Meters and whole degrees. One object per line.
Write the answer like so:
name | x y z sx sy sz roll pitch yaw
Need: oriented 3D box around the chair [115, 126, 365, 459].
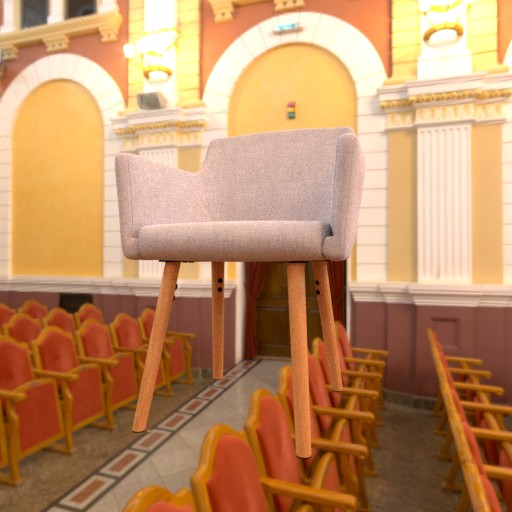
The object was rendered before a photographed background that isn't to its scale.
chair | 0.000 0.000 1.168 0.570 0.780 0.540 0 0 19
